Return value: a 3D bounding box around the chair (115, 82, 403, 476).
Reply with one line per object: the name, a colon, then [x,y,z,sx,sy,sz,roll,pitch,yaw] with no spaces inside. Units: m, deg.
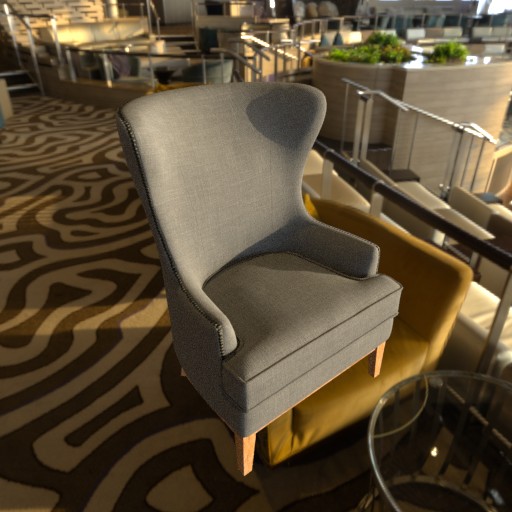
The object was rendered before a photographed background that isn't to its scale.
chair: [0.000,0.000,1.776,0.864,1.176,0.883,-23,38,-33]
